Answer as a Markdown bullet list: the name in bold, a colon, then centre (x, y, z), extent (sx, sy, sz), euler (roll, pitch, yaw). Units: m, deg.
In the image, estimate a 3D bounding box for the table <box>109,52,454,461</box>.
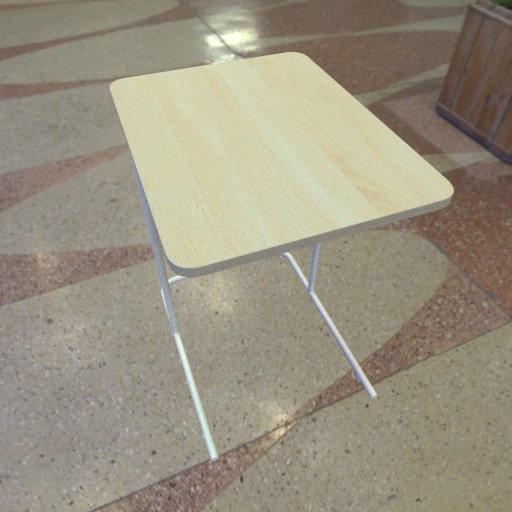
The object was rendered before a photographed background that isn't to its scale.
- **table**: centre (0.000, 0.000, 0.858), extent (0.370, 0.550, 0.480), euler (-16, 48, -14)
